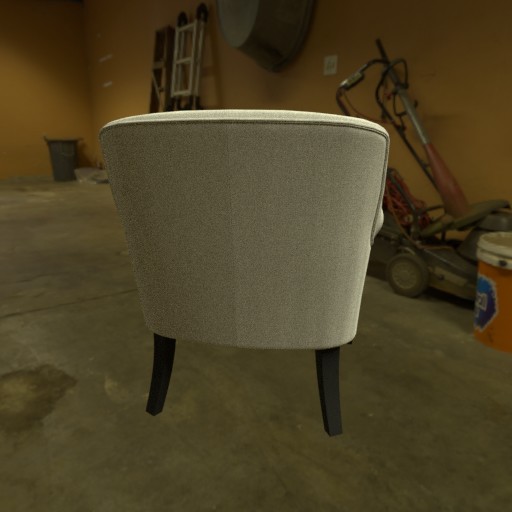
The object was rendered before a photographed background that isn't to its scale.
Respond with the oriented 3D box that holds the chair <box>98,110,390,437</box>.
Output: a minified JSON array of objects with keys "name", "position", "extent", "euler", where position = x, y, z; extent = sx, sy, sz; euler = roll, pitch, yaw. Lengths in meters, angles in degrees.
[{"name":"chair","position":[0.000,0.000,1.441],"extent":[0.781,0.875,0.750],"euler":[3,16,10]}]
